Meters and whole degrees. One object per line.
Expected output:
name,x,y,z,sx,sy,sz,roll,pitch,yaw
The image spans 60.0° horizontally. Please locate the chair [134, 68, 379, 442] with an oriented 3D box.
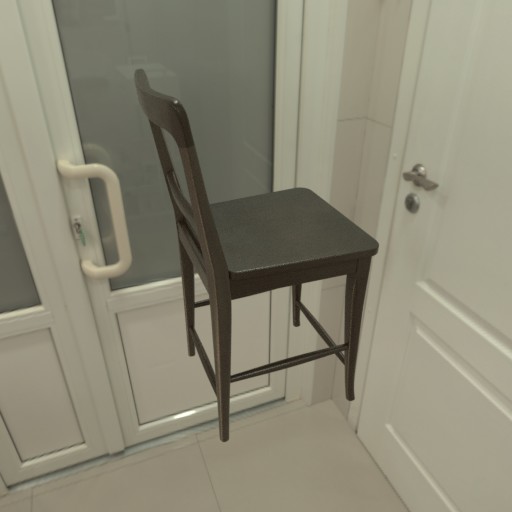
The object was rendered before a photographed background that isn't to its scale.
chair,0.000,0.000,1.292,0.546,0.991,0.450,-12,33,-18
